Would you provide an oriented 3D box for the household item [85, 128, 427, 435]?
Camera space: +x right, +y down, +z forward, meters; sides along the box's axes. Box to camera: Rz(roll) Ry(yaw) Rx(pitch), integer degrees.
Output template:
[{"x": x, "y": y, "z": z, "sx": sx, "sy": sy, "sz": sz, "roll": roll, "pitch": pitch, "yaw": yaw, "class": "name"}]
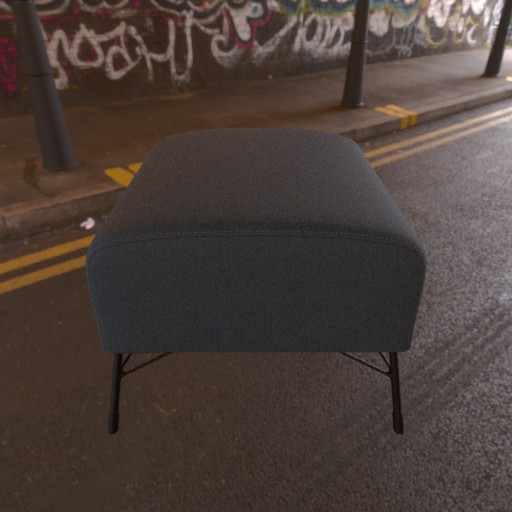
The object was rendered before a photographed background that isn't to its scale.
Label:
[{"x": 0.000, "y": 0.000, "z": 0.904, "sx": 0.530, "sy": 0.420, "sz": 0.530, "roll": 0, "pitch": 31, "yaw": 0, "class": "household item"}]
